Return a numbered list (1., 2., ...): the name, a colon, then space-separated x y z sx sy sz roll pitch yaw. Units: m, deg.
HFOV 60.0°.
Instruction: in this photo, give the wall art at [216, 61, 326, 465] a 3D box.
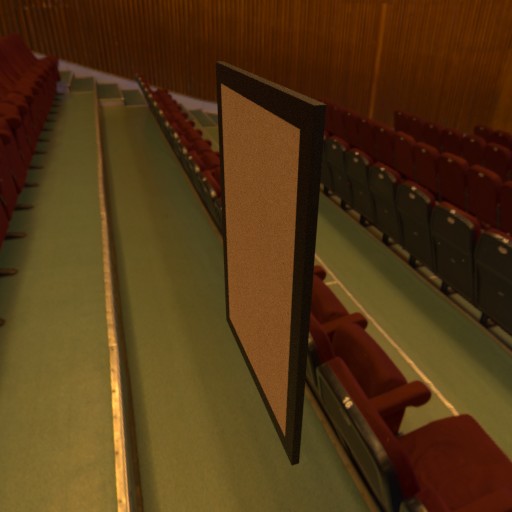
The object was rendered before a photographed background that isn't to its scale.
1. wall art: 0.000 0.000 0.706 0.013 0.534 0.381 -9 31 -16
